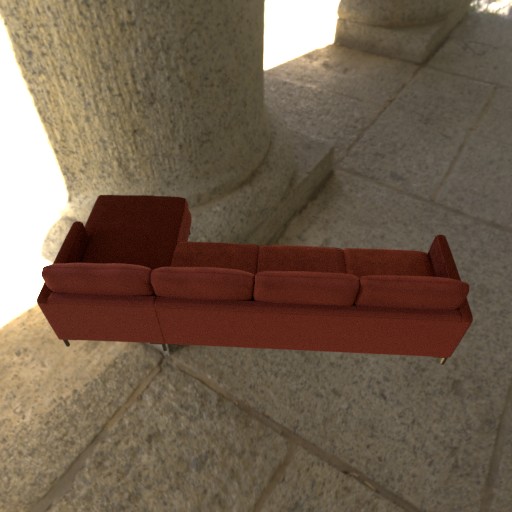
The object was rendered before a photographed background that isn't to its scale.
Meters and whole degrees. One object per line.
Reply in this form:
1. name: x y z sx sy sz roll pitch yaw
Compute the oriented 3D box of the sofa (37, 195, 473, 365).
1. sofa: 0.000 0.000 3.489 2.932 0.810 1.350 2 47 2
